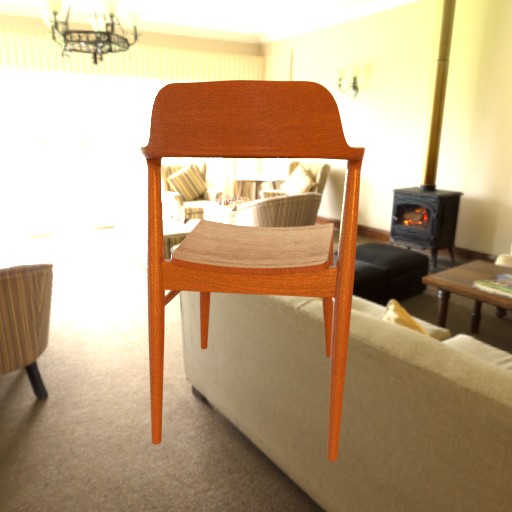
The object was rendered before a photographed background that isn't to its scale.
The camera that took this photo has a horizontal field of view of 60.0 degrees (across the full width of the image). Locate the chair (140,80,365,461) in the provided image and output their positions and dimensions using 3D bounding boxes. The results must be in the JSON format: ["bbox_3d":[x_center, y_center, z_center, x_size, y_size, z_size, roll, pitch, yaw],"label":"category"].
[{"bbox_3d":[0.000,0.000,1.147,0.496,0.801,0.499,2,16,7],"label":"chair"}]
